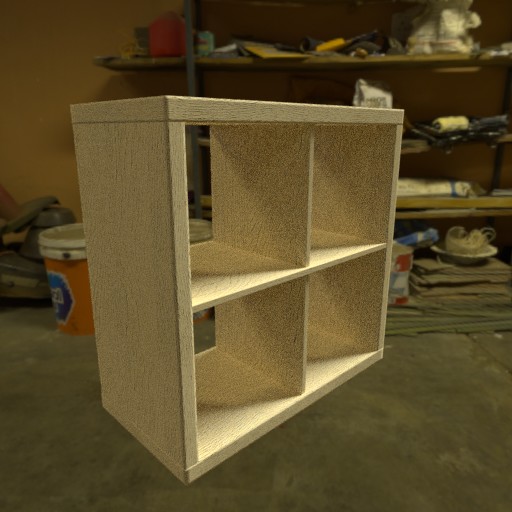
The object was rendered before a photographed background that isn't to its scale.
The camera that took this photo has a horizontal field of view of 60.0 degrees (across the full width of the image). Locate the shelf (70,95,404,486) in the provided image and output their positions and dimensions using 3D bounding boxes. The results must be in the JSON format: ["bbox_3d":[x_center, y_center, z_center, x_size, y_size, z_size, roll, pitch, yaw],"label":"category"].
[{"bbox_3d":[0.000,0.000,1.236,0.790,0.786,0.390,-15,22,-42],"label":"shelf"}]
